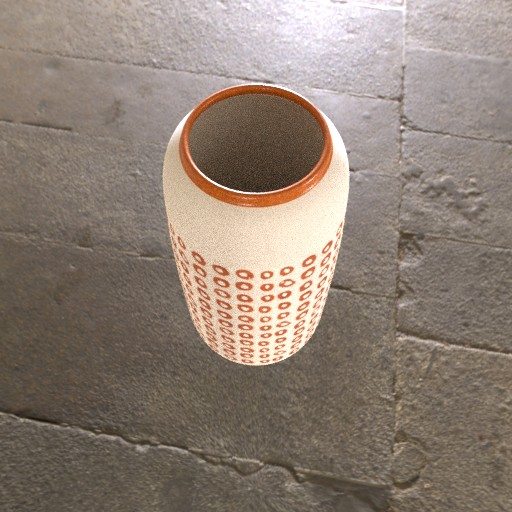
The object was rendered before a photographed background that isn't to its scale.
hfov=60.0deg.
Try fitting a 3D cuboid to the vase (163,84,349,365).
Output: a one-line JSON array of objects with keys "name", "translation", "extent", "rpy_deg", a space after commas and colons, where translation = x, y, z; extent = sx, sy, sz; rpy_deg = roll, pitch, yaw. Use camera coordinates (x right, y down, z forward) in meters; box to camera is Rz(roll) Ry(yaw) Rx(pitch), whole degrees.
[{"name": "vase", "translation": [0.000, 0.000, 0.365], "extent": [0.133, 0.282, 0.133], "rpy_deg": [0, 62, 0]}]
